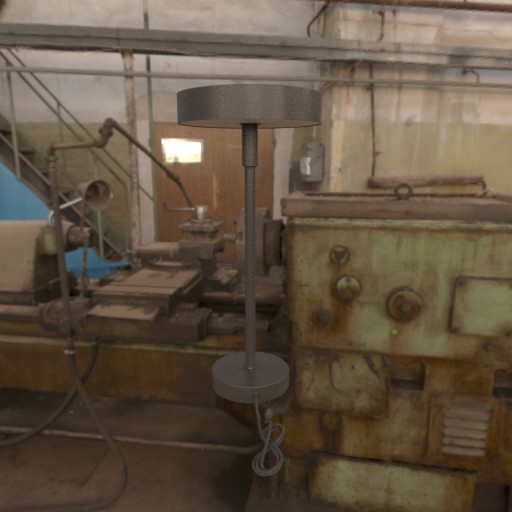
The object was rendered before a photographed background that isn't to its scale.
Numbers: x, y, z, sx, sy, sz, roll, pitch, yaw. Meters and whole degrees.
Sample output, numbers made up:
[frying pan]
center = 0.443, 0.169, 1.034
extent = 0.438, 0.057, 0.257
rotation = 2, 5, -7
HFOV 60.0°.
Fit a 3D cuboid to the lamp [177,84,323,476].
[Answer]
[lamp]
center = 0.000, 0.000, 0.689
extent = 0.229, 0.508, 0.369
rotation = -2, 13, -8
